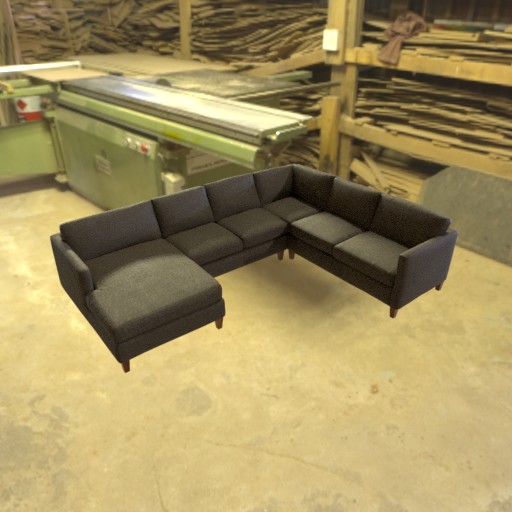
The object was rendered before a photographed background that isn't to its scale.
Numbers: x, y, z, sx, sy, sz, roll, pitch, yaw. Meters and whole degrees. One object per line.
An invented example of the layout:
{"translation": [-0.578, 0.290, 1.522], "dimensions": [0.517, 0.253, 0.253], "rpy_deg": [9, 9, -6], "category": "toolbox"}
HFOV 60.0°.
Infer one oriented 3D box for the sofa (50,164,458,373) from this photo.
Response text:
{"translation": [0.000, 0.000, 4.722], "dimensions": [3.460, 0.961, 2.594], "rpy_deg": [-21, 35, -33], "category": "sofa"}
